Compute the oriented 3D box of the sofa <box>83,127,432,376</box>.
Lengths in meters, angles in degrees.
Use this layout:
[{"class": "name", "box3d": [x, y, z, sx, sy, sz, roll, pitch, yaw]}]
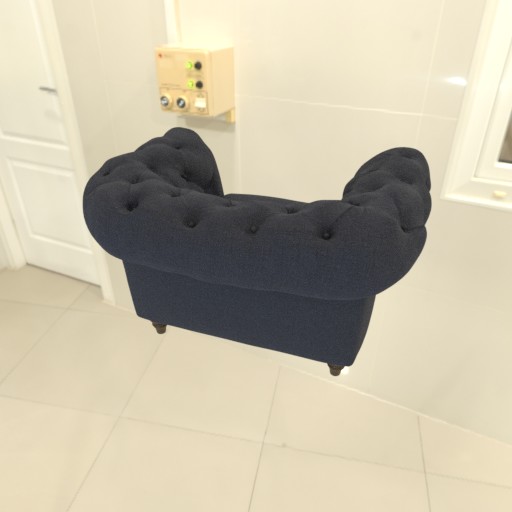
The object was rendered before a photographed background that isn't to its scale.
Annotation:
[{"class": "sofa", "box3d": [0.000, 0.000, 2.030, 1.405, 0.878, 1.032, 10, 33, 16]}]
